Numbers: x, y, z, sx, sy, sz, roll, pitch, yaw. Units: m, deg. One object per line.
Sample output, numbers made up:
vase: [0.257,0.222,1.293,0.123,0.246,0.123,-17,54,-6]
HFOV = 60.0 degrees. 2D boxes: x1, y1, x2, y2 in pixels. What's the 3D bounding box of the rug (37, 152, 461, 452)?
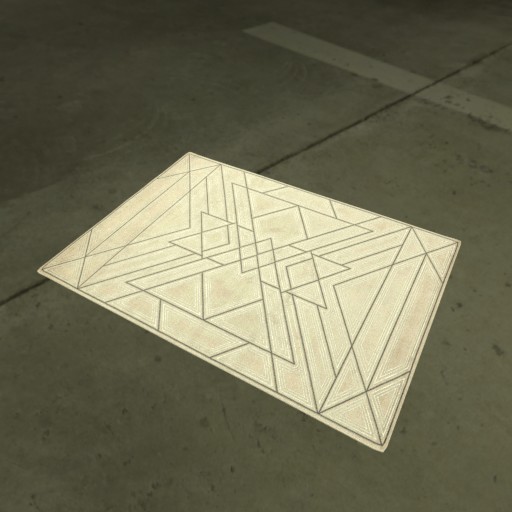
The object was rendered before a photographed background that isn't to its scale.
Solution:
rug: [0.000,0.000,4.317,3.381,0.026,2.436,22,49,21]
